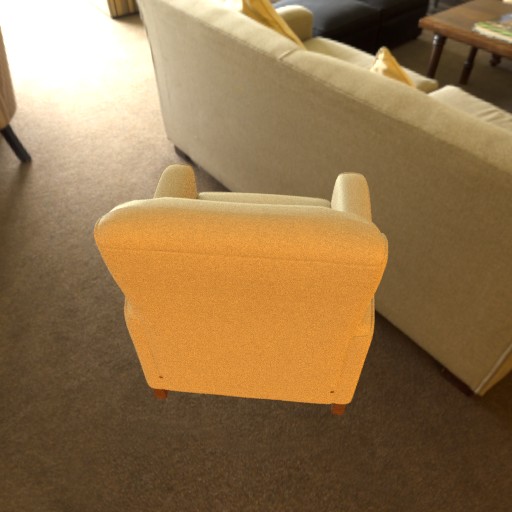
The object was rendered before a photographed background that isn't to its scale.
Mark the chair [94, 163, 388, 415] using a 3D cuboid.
[{"bbox_3d":[0.000,0.000,1.624,0.841,1.023,0.858,4,46,3],"label":"chair"}]
